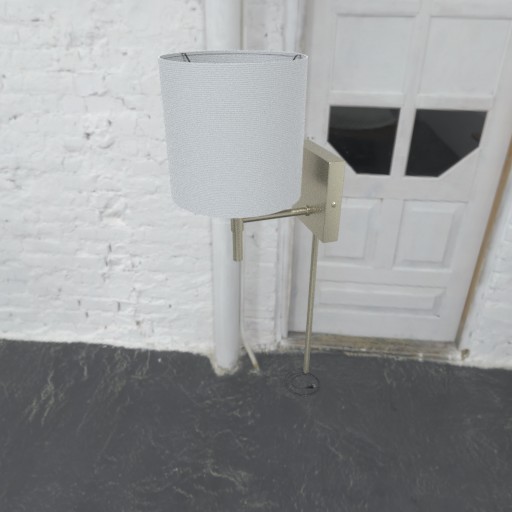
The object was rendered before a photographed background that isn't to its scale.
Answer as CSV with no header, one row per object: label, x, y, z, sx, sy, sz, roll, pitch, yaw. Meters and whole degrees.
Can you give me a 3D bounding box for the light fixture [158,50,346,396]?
light fixture,0.000,0.000,0.712,0.248,0.589,0.188,-9,30,-16
